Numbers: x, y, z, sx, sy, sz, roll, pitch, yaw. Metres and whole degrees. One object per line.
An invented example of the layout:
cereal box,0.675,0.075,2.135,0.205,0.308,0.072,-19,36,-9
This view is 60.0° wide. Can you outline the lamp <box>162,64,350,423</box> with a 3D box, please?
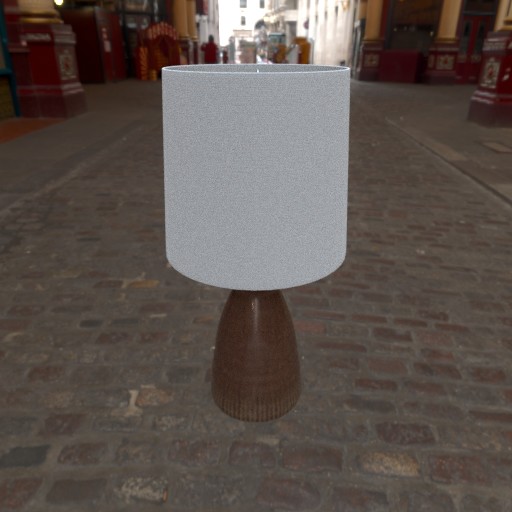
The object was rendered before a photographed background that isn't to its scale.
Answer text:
lamp,0.000,0.000,0.472,0.186,0.369,0.186,0,25,0
